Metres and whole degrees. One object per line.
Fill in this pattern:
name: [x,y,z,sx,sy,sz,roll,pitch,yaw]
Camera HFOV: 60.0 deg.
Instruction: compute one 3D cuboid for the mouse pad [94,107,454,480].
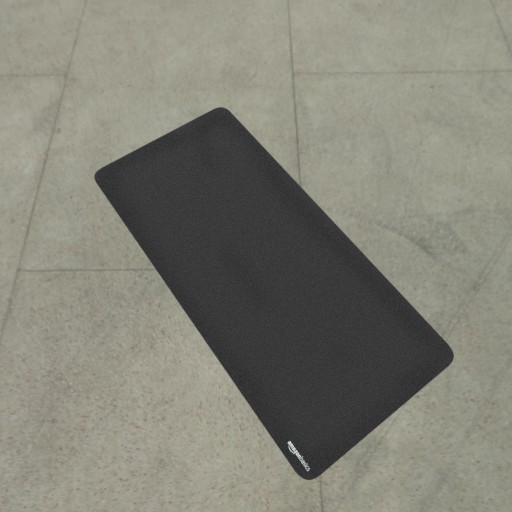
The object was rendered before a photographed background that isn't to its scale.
mouse pad: [0.000,0.000,1.062,0.424,0.003,0.907,-33,68,-15]
